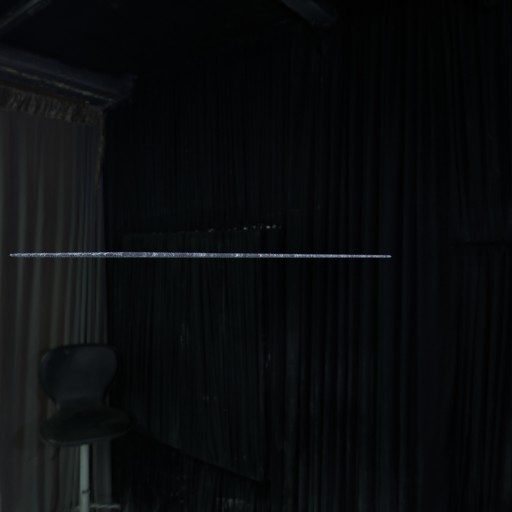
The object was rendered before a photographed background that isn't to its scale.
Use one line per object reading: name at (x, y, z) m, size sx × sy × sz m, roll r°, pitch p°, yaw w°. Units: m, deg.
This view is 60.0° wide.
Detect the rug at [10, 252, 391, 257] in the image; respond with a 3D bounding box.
rug at (0.000, 0.000, 2.447) m, size 0.719 × 0.013 × 2.306 m, roll 0°, pitch 0°, yaw 36°
